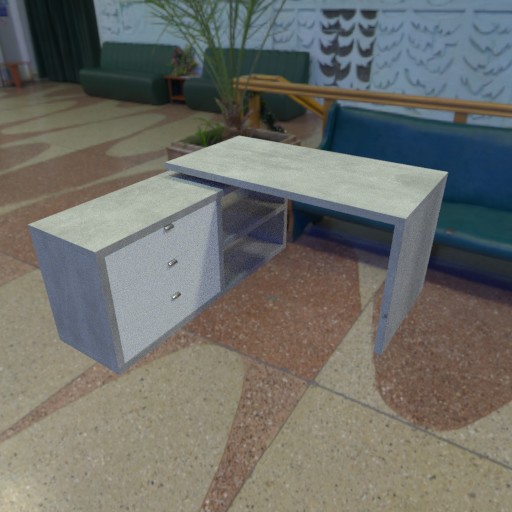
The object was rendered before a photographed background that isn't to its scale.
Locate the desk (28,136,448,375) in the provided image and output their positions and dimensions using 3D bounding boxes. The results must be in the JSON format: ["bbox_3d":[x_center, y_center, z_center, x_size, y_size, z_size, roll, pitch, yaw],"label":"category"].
[{"bbox_3d":[0.000,0.000,2.284,1.400,0.740,1.500,18,34,29],"label":"desk"}]
